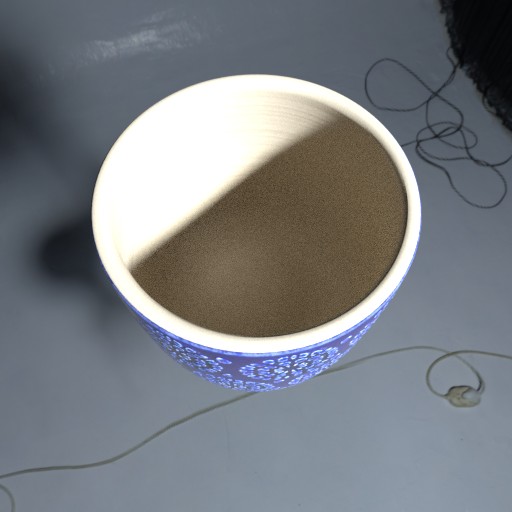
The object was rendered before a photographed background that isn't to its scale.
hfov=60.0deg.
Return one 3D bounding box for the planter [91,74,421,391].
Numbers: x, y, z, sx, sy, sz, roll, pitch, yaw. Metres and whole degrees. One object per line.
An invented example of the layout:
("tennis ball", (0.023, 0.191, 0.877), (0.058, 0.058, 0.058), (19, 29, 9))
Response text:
("planter", (0.000, 0.000, 0.286), (0.165, 0.149, 0.165), (0, 64, 0))
